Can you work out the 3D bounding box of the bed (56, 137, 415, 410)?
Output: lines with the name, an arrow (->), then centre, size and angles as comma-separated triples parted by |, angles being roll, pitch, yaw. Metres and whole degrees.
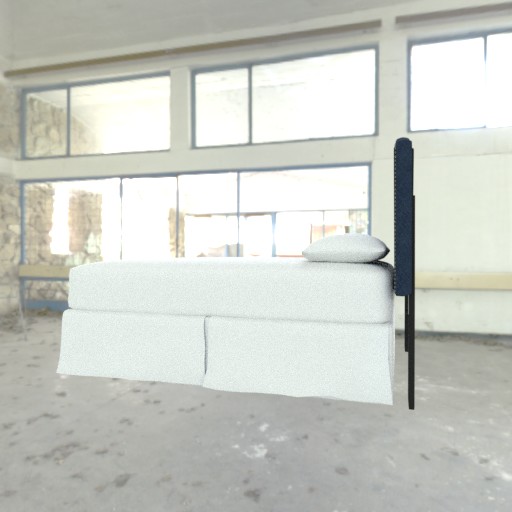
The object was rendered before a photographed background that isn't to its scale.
bed -> 0.000, 0.000, 3.263 | 2.153, 1.518, 1.725 | 0, 1, 18
